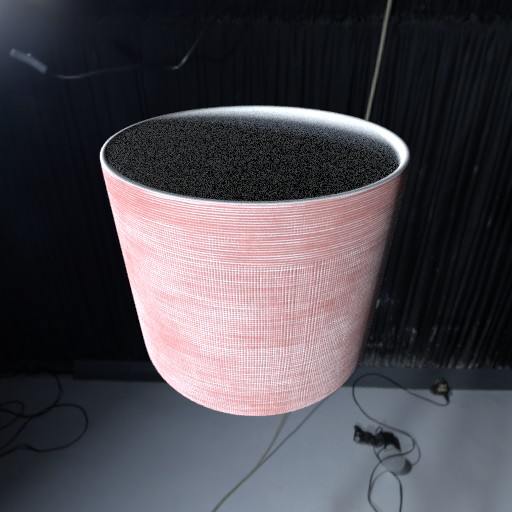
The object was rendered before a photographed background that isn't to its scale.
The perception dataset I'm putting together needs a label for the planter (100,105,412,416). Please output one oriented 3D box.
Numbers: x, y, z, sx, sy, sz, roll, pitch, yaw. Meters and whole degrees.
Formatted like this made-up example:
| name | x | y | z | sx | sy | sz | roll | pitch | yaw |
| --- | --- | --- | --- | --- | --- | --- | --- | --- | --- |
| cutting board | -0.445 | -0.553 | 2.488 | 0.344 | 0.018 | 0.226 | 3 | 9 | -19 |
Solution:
| name | x | y | z | sx | sy | sz | roll | pitch | yaw |
| --- | --- | --- | --- | --- | --- | --- | --- | --- | --- |
| planter | 0.000 | 0.000 | 0.756 | 0.440 | 0.398 | 0.440 | 0 | 32 | 0 |
